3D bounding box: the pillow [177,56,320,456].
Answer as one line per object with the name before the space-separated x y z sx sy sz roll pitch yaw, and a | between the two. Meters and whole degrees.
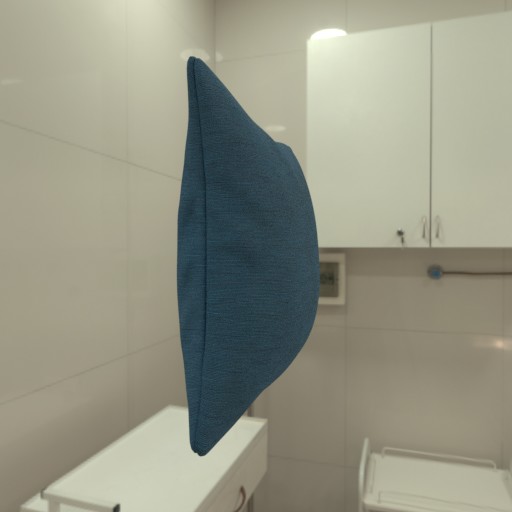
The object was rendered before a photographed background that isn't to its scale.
pillow | 0.000 0.000 0.662 0.177 0.420 0.437 0 1 17
